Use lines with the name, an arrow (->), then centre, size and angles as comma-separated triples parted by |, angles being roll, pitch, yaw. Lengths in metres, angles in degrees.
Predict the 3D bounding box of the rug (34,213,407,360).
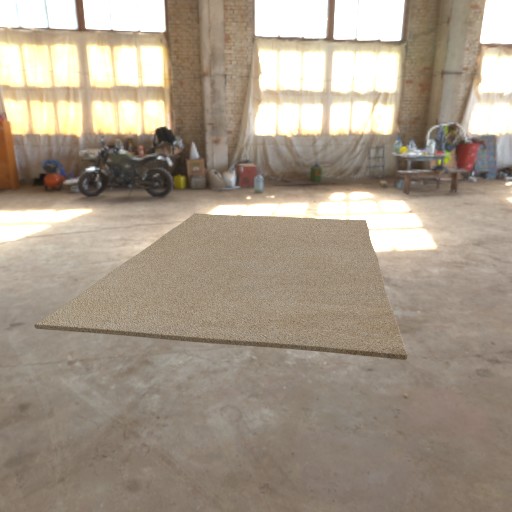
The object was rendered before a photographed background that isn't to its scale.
rug -> 0.000, 0.000, 3.350 | 1.800, 0.025, 2.699 | 3, 18, 9
